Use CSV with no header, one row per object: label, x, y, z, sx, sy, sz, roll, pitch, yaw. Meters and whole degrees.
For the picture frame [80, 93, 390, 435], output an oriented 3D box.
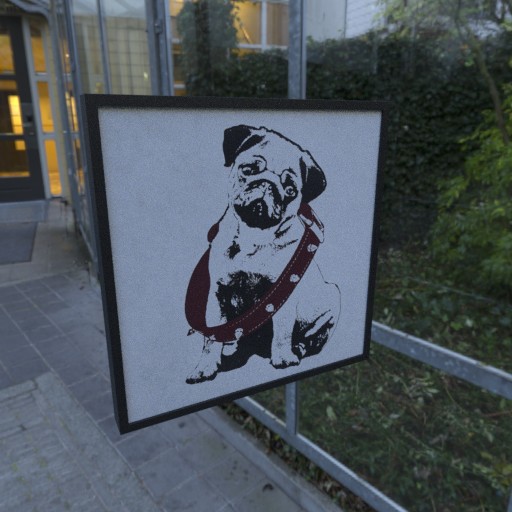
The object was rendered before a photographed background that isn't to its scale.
picture frame,0.000,0.000,0.474,0.317,0.317,0.030,-9,19,-26
